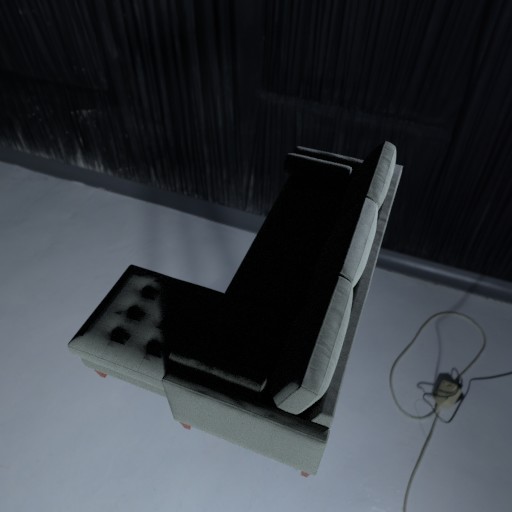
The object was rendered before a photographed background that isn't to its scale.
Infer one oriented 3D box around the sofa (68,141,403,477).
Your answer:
[{"bbox_3d":[0.000,0.000,2.923,1.506,0.876,2.178,16,49,14],"label":"sofa"}]
